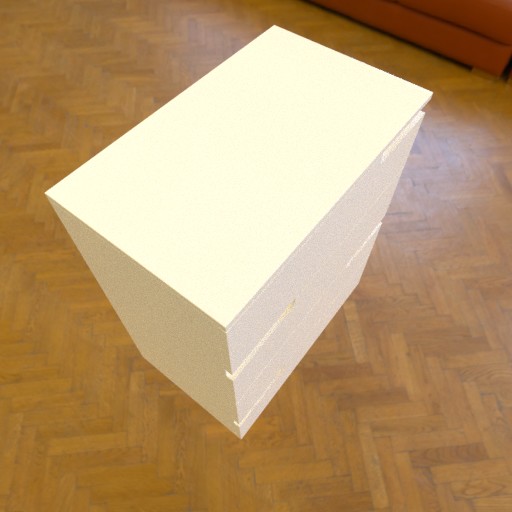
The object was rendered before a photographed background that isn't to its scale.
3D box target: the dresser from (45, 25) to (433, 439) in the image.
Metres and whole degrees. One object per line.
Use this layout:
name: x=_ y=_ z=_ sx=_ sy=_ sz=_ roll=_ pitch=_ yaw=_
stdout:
dresser: x=0.000 y=0.000 z=1.156 sx=0.400 sy=0.800 sz=0.650 roll=33 pitch=63 yaw=20
